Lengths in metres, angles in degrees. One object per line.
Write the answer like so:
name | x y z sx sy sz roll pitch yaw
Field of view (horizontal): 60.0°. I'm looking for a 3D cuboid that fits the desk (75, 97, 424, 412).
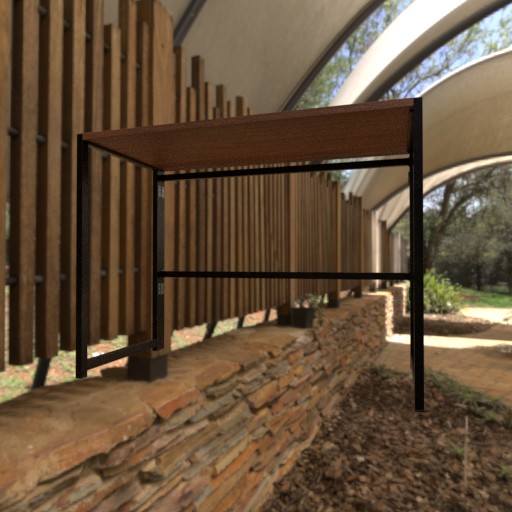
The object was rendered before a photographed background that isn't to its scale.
desk | 0.000 0.000 1.463 1.016 0.762 0.508 0 -1 18
